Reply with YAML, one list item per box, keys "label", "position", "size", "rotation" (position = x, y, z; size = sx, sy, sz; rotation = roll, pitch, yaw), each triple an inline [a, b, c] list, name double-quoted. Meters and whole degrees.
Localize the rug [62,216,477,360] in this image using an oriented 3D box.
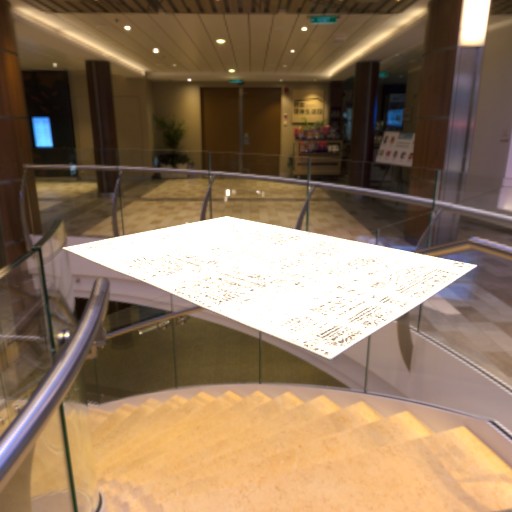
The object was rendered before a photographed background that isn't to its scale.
- label: "rug"
  position: [0.000, 0.000, 3.138]
  size: [2.438, 0.026, 1.706]
  rotation: [15, 22, 41]
